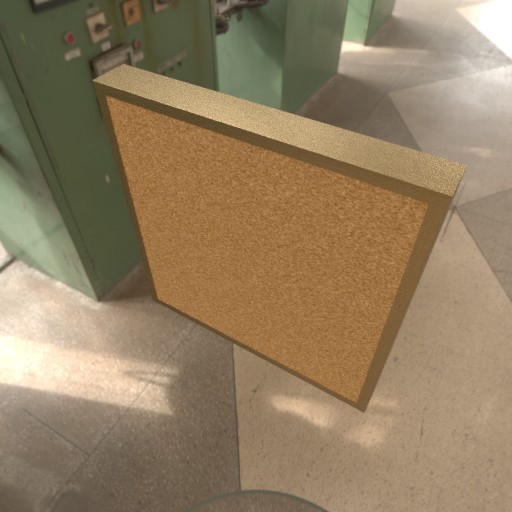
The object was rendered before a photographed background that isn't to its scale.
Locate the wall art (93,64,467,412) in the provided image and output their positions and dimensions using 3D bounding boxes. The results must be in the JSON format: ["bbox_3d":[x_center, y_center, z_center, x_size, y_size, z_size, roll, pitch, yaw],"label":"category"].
[{"bbox_3d":[0.000,0.000,0.447,0.304,0.305,0.038,24,51,21],"label":"wall art"}]
